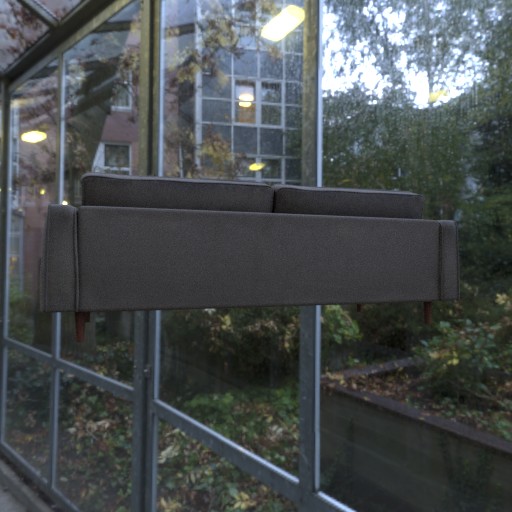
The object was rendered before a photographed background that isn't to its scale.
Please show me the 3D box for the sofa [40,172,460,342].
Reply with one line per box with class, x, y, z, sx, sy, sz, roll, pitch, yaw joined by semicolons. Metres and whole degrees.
sofa;0.000;0.000;2.697;2.295;0.813;0.923;0;-1;-19
